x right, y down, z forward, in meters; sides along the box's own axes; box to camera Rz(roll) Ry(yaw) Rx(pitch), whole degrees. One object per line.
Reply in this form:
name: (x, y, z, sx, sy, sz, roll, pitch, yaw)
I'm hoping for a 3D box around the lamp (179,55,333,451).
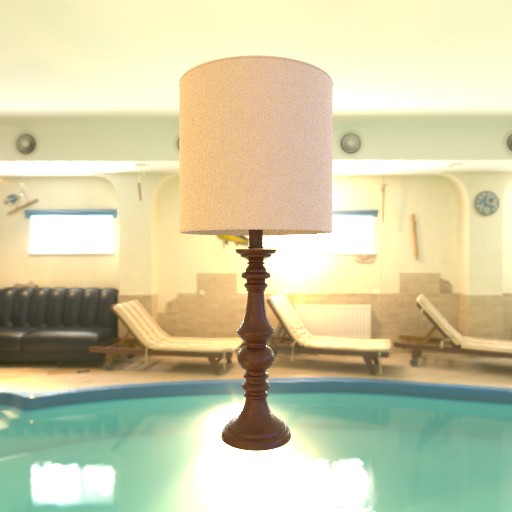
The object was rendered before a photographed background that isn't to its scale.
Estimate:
lamp: (0.000, 0.000, 0.734, 0.250, 0.597, 0.250, 0, 1, -18)
